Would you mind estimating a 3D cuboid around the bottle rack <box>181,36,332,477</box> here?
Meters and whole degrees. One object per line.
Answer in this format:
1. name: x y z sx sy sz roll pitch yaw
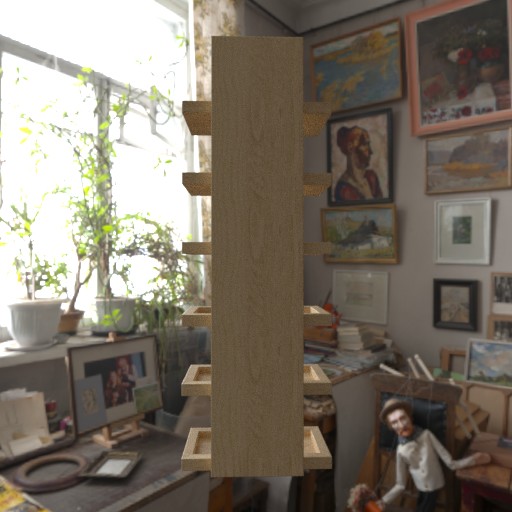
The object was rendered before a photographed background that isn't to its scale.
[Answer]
1. bottle rack: 0.000 0.000 1.053 0.330 0.943 0.206 0 -1 -2
